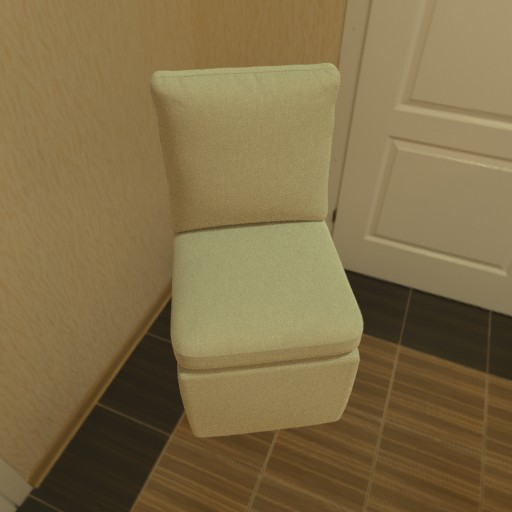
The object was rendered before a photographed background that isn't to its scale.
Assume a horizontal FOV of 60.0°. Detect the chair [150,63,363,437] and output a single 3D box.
[{"bbox_3d":[0.000,0.000,1.310,0.503,0.927,0.698,-5,46,-5],"label":"chair"}]
